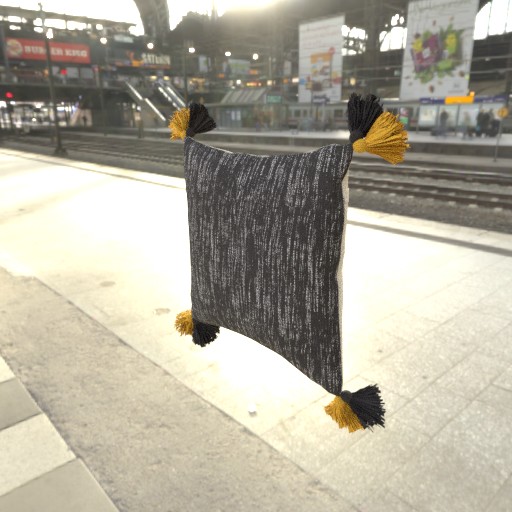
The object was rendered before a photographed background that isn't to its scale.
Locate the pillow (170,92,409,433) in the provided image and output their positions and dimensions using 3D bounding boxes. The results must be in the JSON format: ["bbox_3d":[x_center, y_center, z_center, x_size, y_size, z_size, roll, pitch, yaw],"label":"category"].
[{"bbox_3d":[0.000,0.000,0.964,0.139,0.659,0.654,-17,24,-42],"label":"pillow"}]
